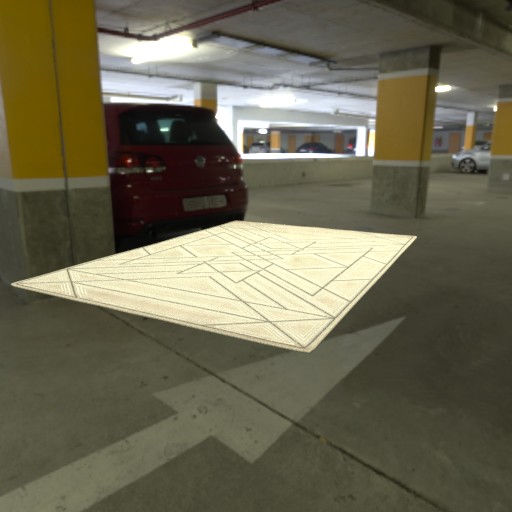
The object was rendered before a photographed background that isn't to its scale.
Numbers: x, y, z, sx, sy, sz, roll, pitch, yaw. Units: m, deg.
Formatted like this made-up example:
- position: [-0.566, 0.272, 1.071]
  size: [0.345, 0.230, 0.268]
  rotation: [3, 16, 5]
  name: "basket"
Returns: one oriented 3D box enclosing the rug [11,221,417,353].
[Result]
- position: [0.000, 0.000, 4.238]
  size: [2.436, 0.026, 3.381]
  rotation: [7, 16, 27]
  name: "rug"
